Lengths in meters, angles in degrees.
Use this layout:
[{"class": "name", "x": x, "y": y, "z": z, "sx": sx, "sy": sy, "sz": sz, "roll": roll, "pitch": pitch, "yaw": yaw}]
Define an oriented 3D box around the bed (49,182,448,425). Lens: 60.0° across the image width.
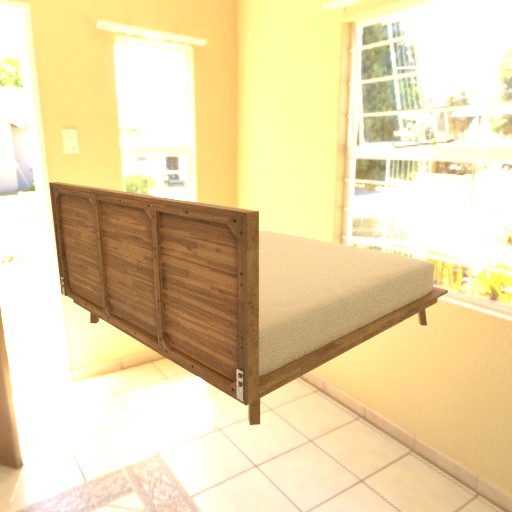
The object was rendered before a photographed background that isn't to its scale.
[{"class": "bed", "x": 0.000, "y": 0.000, "z": 3.352, "sx": 2.167, "sy": 1.100, "sz": 2.116, "roll": -13, "pitch": 19, "yaw": -43}]
